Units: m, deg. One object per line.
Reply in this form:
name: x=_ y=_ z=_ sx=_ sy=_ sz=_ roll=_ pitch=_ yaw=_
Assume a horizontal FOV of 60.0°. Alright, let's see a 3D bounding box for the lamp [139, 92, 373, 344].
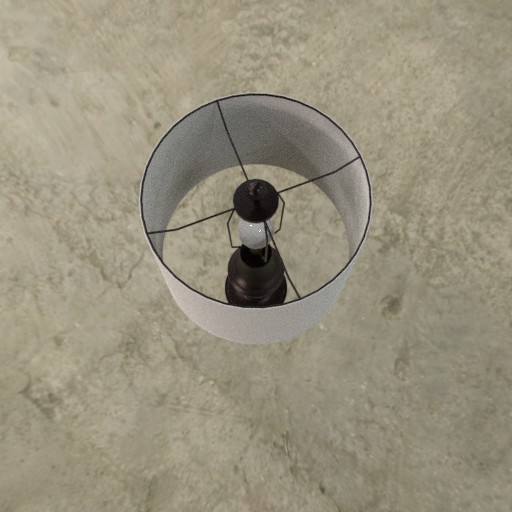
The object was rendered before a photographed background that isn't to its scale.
lamp: x=0.000 y=0.000 z=0.954 sx=0.383 sy=0.726 sz=0.383 roll=0 pitch=75 yaw=0
